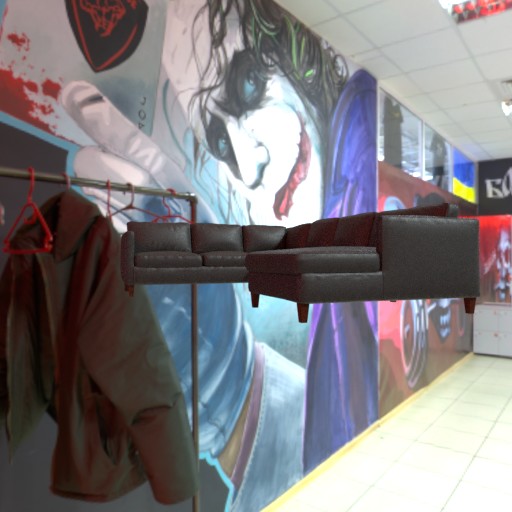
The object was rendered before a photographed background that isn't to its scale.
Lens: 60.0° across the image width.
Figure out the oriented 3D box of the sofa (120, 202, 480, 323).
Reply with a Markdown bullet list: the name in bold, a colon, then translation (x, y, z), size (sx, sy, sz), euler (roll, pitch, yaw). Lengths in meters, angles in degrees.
- **sofa**: translation (0.000, 0.000, 4.668), size (2.593, 0.923, 3.460), euler (0, 0, -20)
